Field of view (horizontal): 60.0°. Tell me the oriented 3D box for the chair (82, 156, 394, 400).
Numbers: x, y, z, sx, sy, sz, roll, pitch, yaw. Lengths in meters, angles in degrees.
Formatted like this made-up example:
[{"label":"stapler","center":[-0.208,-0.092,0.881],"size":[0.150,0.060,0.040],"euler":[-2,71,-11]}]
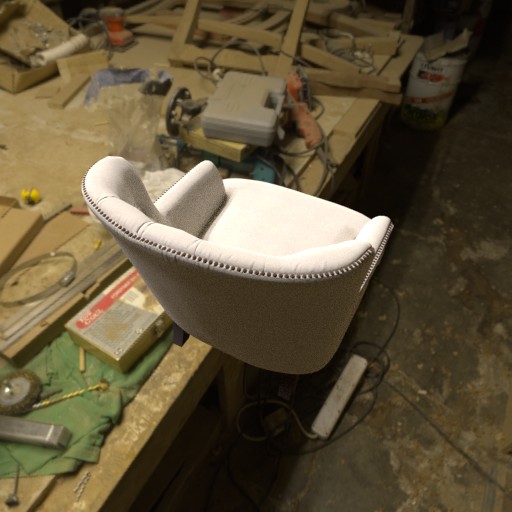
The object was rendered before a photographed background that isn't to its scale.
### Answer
[{"label":"chair","center":[0.000,0.000,1.585],"size":[0.848,0.868,0.906],"euler":[21,49,20]}]
